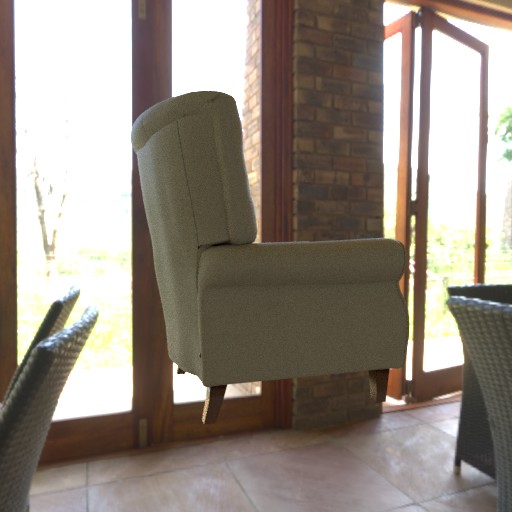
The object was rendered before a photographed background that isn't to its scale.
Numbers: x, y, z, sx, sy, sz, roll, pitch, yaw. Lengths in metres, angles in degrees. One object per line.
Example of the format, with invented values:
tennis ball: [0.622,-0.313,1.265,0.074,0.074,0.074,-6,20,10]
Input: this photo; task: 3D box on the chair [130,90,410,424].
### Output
chair: [0.000,0.000,1.949,1.059,1.158,0.943,0,1,-18]
